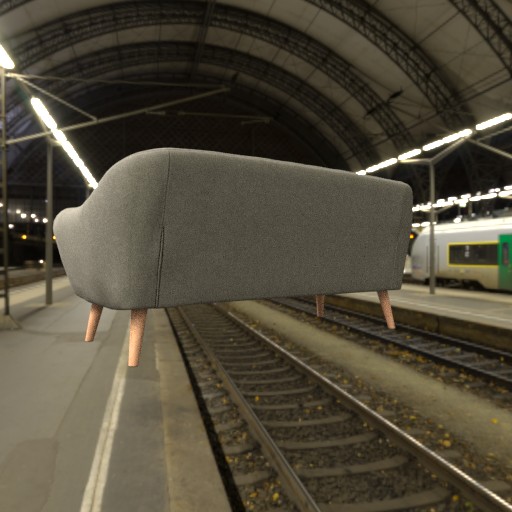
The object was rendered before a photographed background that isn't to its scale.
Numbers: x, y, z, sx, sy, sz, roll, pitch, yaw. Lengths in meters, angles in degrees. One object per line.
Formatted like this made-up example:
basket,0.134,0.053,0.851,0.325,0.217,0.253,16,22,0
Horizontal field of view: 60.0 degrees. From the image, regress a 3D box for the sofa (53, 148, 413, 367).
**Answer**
sofa,0.000,0.000,2.297,1.840,0.820,0.820,0,0,-35
